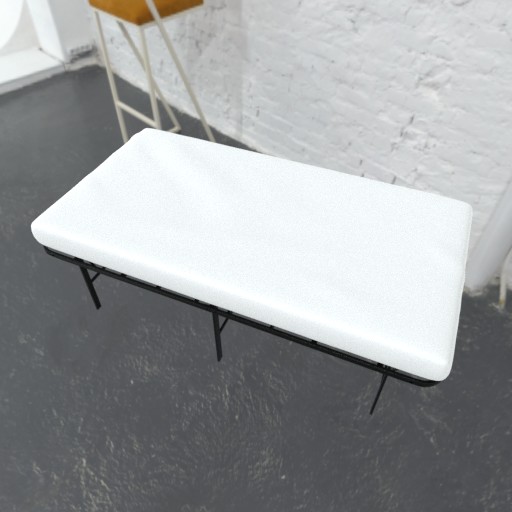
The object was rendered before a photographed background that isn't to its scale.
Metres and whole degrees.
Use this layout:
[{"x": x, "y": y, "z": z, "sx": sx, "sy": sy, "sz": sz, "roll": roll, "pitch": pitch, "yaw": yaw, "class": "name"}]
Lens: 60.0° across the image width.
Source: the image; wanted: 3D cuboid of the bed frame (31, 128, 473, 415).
[{"x": 0.000, "y": 0.000, "z": 2.283, "sx": 1.903, "sy": 0.619, "sz": 0.989, "roll": 17, "pitch": 48, "yaw": 16, "class": "bed frame"}]
